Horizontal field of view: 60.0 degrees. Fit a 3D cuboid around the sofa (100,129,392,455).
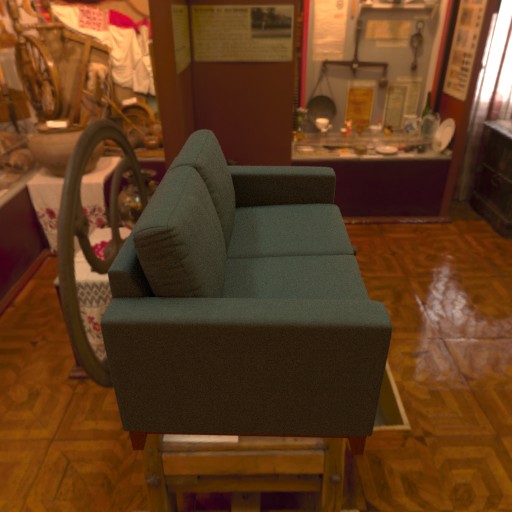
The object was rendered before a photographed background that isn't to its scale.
[{"bbox_3d":[0.000,0.000,2.095,0.955,0.903,1.489,1,30,1],"label":"sofa"}]
